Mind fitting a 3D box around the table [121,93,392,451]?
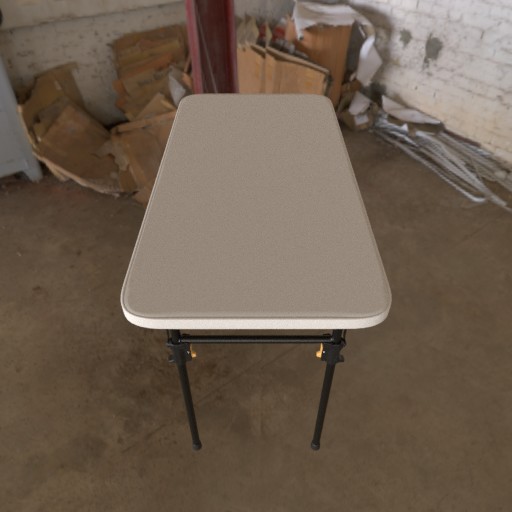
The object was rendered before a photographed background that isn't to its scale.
[{"bbox_3d":[0.000,0.000,1.632,0.610,0.729,1.219,0,42,0],"label":"table"}]
